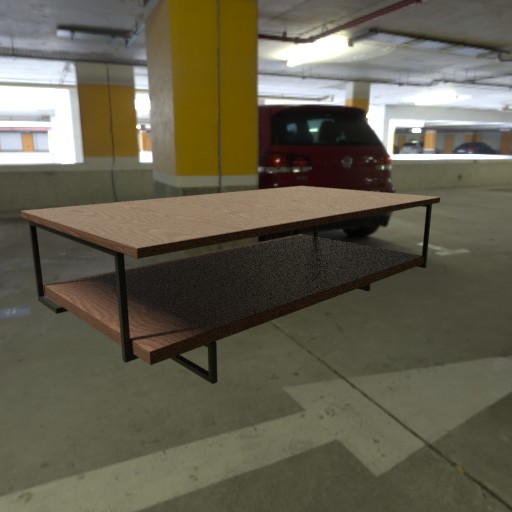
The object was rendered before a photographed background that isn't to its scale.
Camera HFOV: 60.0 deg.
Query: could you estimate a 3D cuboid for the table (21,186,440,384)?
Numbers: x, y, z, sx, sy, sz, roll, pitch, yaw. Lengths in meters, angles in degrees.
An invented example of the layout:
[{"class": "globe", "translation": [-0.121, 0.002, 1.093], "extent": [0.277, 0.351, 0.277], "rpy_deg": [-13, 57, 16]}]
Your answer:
[{"class": "table", "translation": [0.000, 0.000, 1.452], "extent": [1.197, 0.347, 0.651], "rpy_deg": [-13, 19, -42]}]
